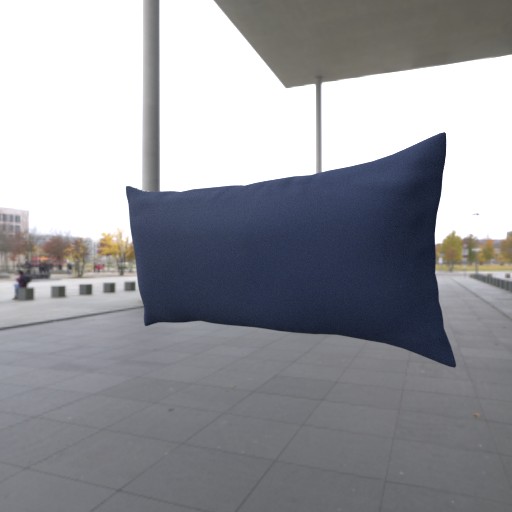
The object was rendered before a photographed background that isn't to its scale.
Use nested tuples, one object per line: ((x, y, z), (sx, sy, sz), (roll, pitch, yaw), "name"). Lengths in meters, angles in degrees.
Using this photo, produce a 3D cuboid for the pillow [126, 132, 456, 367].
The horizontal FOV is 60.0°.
((0.000, 0.000, 0.732), (0.608, 0.292, 0.156), (-1, -1, 36), "pillow")
